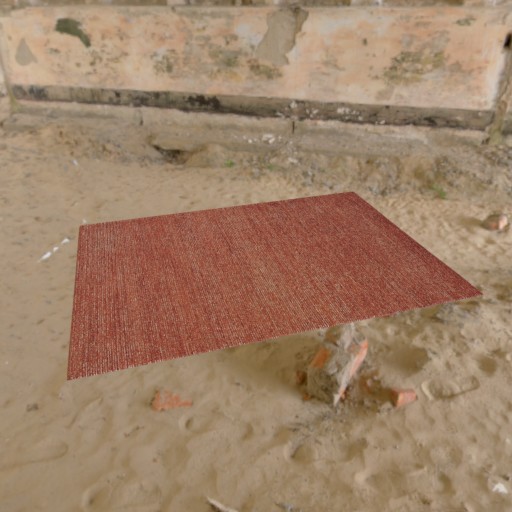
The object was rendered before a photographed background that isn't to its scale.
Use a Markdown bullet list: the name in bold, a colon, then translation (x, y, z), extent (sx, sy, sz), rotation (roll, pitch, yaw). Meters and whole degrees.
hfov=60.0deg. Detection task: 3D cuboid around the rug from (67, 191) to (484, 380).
- **rug**: translation (0.000, 0.000, 5.128), extent (3.965, 0.025, 2.803), rotation (-9, 32, -14)
